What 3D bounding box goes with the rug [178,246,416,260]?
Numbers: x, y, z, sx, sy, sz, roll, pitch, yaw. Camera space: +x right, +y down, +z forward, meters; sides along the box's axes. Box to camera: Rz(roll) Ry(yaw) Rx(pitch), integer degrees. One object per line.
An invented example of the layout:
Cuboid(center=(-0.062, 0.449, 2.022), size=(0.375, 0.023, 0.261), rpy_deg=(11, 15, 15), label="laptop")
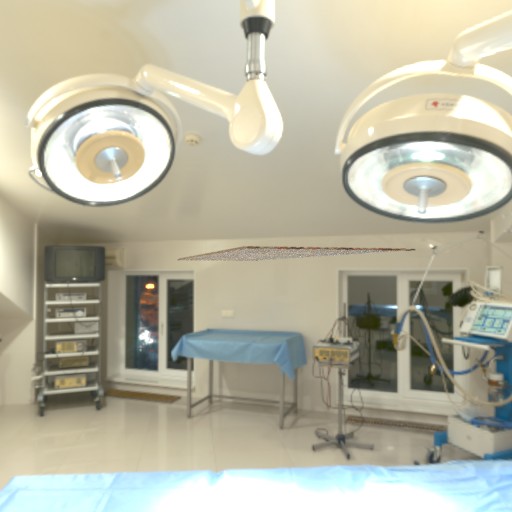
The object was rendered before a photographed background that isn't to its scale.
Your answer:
Cuboid(center=(0.000, 0.000, 2.869), size=(1.324, 0.018, 2.378), rpy_deg=(0, -2, -1), label="rug")
